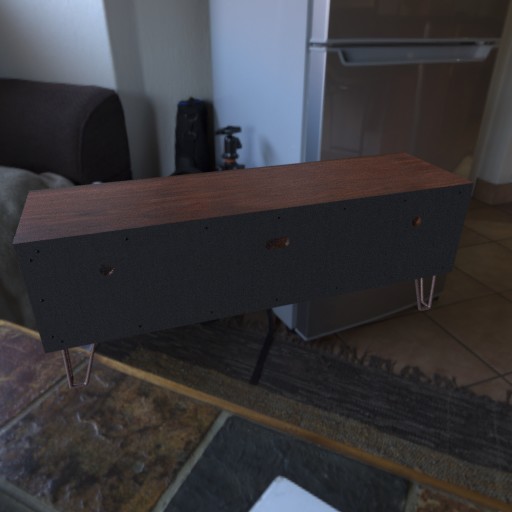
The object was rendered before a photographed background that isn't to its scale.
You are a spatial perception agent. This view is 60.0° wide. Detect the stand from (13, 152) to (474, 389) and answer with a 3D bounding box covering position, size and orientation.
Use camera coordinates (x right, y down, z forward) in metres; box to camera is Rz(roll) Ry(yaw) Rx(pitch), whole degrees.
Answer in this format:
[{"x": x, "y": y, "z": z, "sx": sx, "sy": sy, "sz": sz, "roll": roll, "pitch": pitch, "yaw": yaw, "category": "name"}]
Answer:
[{"x": 0.000, "y": 0.000, "z": 1.837, "sx": 1.626, "sy": 0.610, "sz": 0.481, "roll": -9, "pitch": 30, "yaw": -16, "category": "stand"}]
